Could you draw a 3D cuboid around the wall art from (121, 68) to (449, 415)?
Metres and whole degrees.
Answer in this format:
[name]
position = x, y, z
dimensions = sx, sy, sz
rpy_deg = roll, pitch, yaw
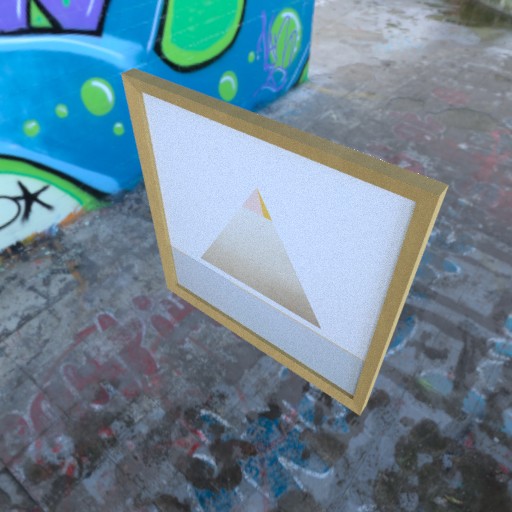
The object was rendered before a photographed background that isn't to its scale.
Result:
[wall art]
position = 0.000, 0.000, 2.903
dimensions = 1.935, 1.936, 0.097
rpy_deg = 29, 52, 26
